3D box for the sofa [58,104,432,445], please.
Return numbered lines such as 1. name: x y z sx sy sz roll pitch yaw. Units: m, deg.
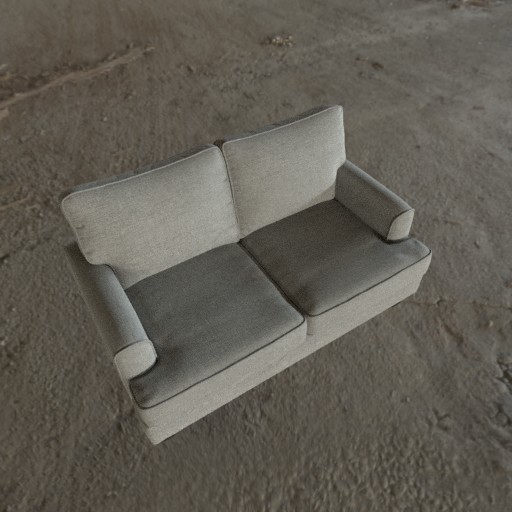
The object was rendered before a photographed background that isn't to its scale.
1. sofa: 0.000 0.000 2.243 1.651 0.965 0.965 -25 51 -22
